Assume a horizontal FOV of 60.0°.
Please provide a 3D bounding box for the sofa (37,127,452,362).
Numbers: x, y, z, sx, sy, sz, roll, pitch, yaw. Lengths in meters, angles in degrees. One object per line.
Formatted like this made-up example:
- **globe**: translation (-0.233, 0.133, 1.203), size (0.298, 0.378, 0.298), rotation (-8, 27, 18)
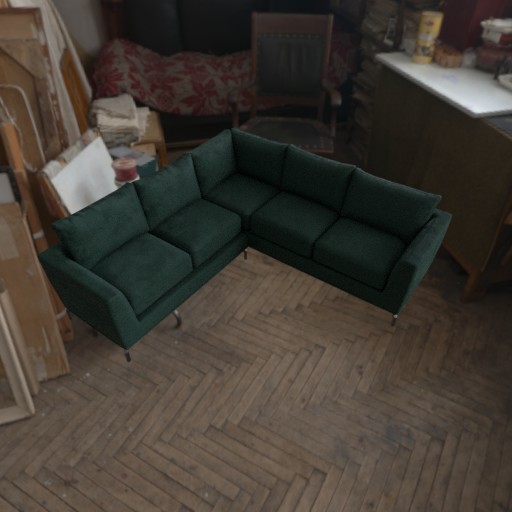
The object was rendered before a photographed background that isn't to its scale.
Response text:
- **sofa**: translation (0.000, 0.000, 3.802), size (2.452, 1.004, 2.468), rotation (25, 47, 27)
